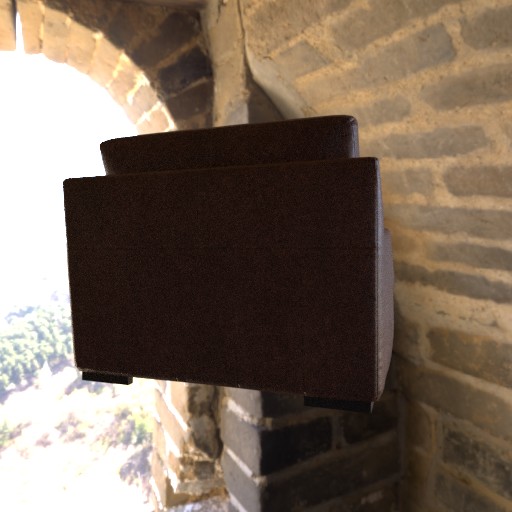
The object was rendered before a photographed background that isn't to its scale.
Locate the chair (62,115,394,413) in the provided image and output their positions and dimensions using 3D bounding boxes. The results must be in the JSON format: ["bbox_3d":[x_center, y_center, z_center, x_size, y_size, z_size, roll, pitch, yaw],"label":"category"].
[{"bbox_3d":[0.000,0.000,1.954,1.168,0.939,1.143,0,0,19],"label":"chair"}]
